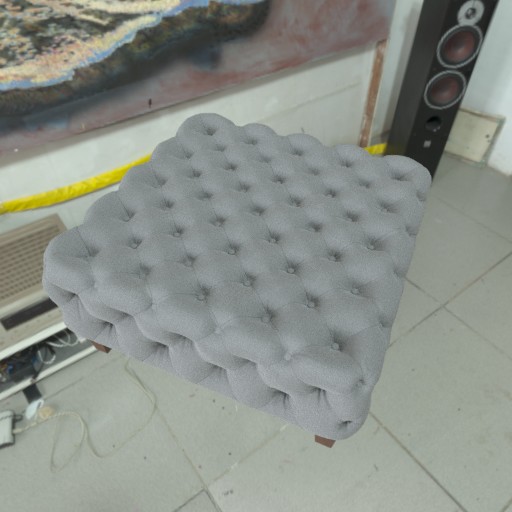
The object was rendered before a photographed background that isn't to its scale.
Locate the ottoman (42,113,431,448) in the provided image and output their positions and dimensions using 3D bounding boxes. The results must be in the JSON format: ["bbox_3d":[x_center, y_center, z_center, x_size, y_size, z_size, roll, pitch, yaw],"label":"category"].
[{"bbox_3d":[0.000,0.000,1.417,0.917,0.439,0.911,17,48,16],"label":"ottoman"}]
